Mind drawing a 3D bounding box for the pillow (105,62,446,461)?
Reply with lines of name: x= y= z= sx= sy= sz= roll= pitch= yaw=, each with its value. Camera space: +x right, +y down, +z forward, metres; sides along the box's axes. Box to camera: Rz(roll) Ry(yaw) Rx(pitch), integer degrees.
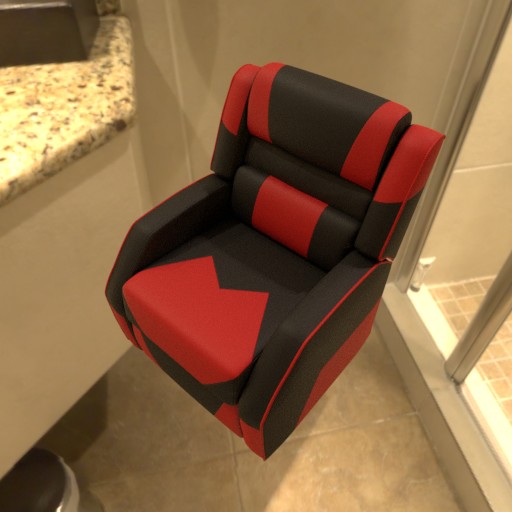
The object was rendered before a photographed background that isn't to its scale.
pillow: x=0.000 y=0.000 z=1.254 sx=0.620 sy=0.805 sz=0.672 roll=32 pitch=54 yaw=27
